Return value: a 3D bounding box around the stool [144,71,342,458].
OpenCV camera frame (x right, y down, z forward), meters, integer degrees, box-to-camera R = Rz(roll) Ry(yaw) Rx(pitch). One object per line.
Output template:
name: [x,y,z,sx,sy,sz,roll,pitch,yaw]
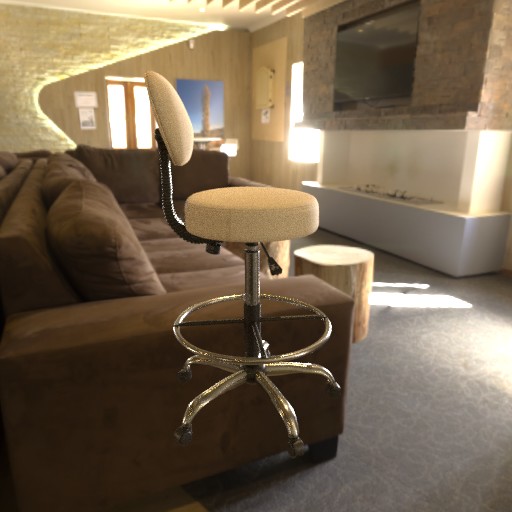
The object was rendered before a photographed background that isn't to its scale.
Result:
stool: [0.000,0.000,1.423,0.616,1.080,0.609,-2,16,-8]
